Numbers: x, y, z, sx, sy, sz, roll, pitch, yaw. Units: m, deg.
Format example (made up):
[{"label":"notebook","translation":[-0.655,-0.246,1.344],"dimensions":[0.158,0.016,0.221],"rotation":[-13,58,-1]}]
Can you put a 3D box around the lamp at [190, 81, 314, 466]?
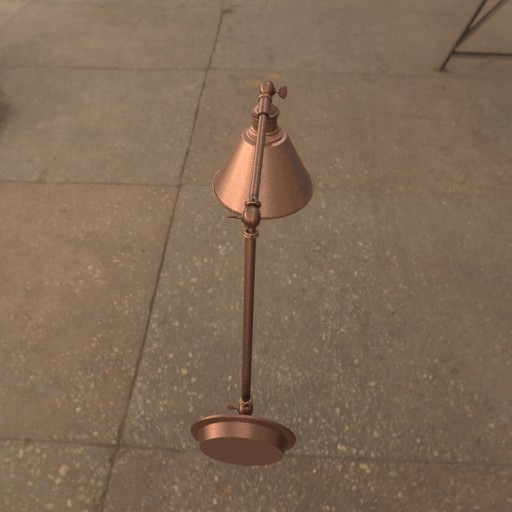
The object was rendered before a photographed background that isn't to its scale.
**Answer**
[{"label":"lamp","translation":[0.000,0.000,0.855],"dimensions":[0.223,0.502,0.624],"rotation":[3,48,3]}]
